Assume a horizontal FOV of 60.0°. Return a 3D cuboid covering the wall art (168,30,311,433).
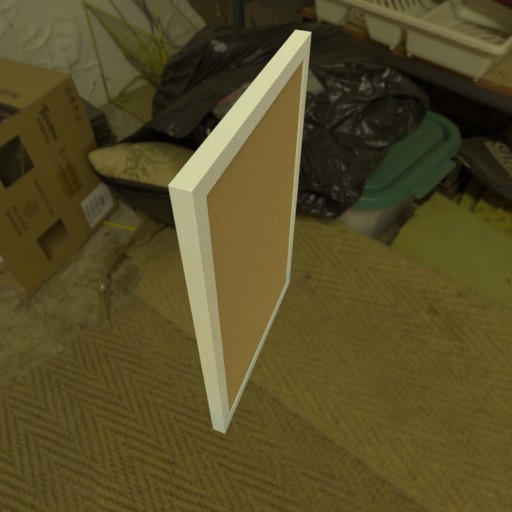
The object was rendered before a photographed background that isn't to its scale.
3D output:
[{"bbox_3d":[0.000,0.000,1.168,0.039,0.915,0.612,16,50,14],"label":"wall art"}]
